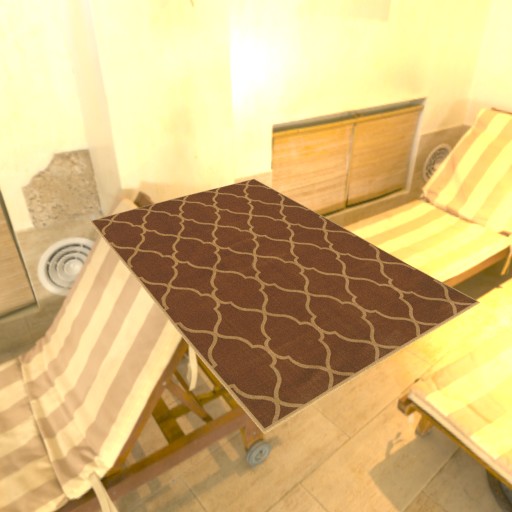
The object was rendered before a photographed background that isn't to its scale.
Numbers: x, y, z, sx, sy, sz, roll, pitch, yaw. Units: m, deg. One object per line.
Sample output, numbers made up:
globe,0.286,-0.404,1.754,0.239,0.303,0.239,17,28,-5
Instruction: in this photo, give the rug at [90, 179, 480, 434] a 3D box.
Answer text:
rug,0.000,0.000,2.952,1.526,0.014,2.290,-20,37,-29
